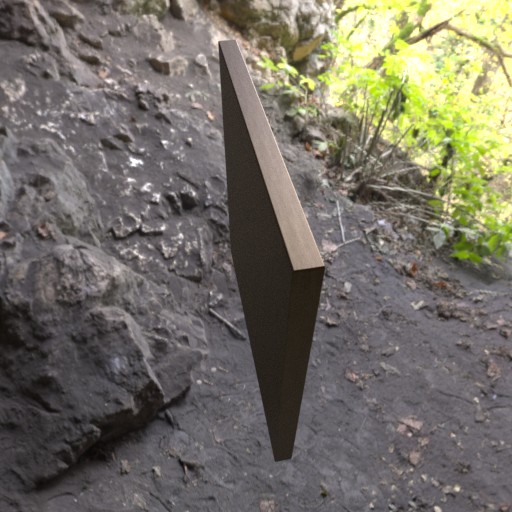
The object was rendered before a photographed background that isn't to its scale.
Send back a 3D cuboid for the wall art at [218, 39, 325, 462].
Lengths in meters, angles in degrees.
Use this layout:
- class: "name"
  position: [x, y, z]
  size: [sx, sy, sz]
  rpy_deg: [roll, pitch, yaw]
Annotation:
- class: "wall art"
  position: [0.000, 0.000, 0.745]
  size: [0.030, 0.506, 0.503]
  rpy_deg: [-8, 48, -7]
